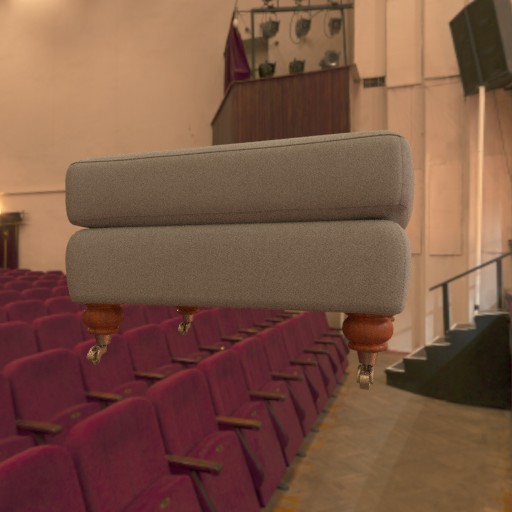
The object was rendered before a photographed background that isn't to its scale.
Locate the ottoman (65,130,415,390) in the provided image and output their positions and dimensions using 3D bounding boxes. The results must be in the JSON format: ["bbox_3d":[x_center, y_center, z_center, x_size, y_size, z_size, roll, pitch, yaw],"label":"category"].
[{"bbox_3d":[0.000,0.000,1.147,0.773,0.499,0.569,0,-1,19],"label":"ottoman"}]
